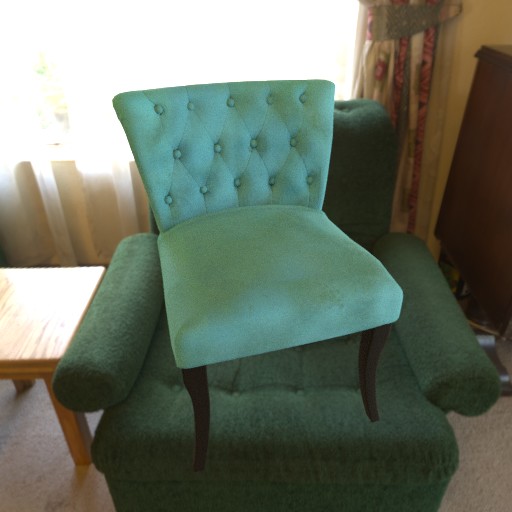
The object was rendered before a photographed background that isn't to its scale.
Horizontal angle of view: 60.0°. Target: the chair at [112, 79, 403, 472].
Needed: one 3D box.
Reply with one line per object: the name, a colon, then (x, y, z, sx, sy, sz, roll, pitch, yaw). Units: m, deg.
chair: (0.000, 0.000, 1.137, 0.582, 0.750, 0.605, -9, 34, -14)
